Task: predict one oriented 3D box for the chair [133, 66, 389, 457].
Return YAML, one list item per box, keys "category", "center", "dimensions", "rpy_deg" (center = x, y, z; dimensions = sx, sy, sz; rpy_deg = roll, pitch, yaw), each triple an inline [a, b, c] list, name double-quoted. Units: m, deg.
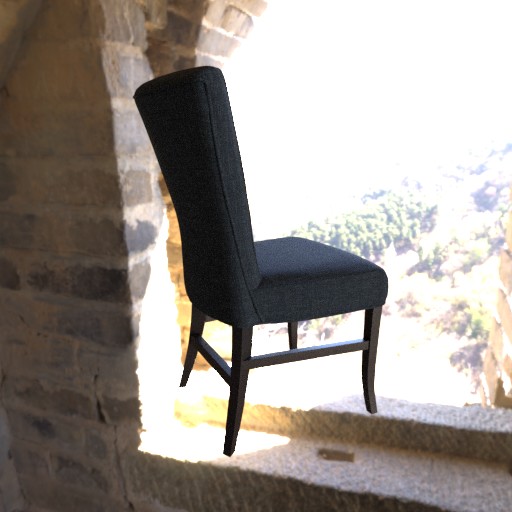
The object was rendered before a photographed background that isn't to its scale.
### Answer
- category: "chair"
  center: [0.000, 0.000, 1.354]
  dimensions: [0.660, 0.991, 0.520]
  rpy_deg: [-8, 17, -27]
